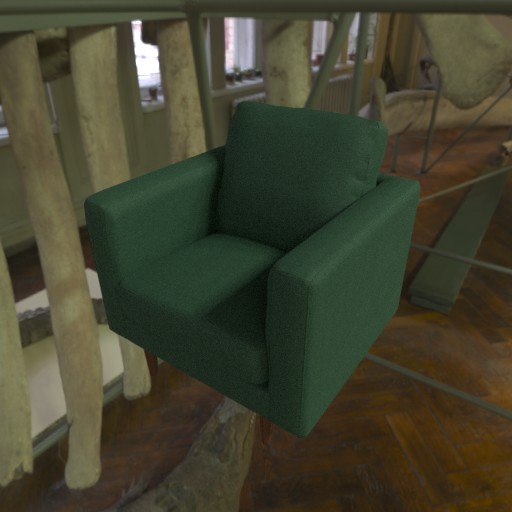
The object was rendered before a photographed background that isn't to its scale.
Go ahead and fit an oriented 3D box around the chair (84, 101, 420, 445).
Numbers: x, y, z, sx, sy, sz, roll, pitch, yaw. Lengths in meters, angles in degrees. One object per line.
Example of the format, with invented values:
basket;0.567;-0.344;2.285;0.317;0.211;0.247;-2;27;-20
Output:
chair;0.000;0.000;1.567;0.855;0.927;0.800;19;35;30
